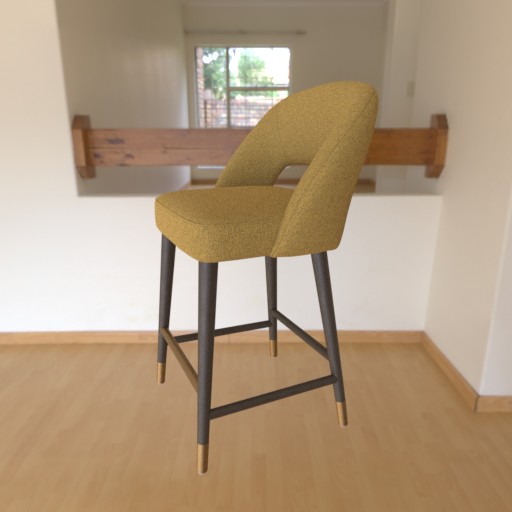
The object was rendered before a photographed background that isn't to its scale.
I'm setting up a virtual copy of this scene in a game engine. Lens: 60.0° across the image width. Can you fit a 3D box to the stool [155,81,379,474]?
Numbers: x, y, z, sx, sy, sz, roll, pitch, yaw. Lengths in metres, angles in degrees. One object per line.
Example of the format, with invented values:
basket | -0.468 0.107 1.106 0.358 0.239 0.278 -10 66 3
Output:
stool | 0.000 0.000 1.256 0.522 0.939 0.536 -7 18 -24
